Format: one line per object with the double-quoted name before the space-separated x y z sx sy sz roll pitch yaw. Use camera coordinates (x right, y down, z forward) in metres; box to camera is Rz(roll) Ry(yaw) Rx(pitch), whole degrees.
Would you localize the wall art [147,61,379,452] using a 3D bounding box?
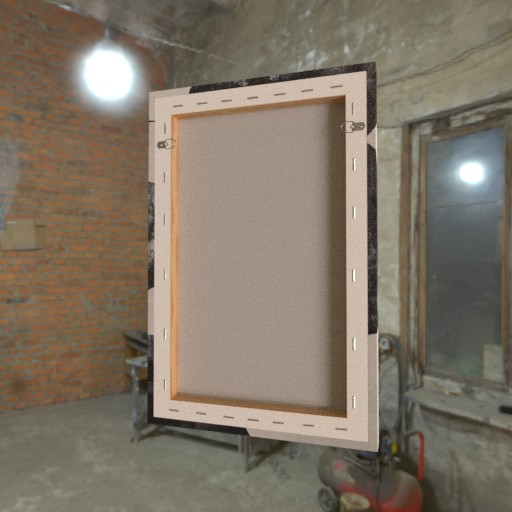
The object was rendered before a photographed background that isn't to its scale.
"wall art" 0.000 0.000 0.770 0.407 0.610 0.039 0 -1 18
